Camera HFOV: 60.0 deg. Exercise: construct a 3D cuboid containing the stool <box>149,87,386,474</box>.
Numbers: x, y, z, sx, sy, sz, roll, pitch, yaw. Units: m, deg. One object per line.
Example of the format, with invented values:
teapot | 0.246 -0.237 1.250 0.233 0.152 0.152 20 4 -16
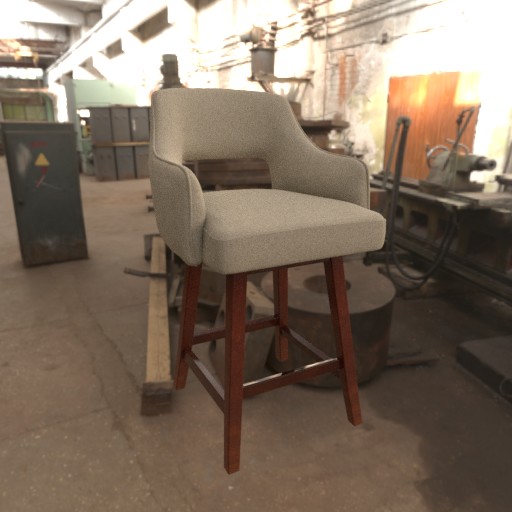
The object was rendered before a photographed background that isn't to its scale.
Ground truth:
stool | 0.000 0.000 1.268 0.550 0.936 0.560 -8 18 -27
